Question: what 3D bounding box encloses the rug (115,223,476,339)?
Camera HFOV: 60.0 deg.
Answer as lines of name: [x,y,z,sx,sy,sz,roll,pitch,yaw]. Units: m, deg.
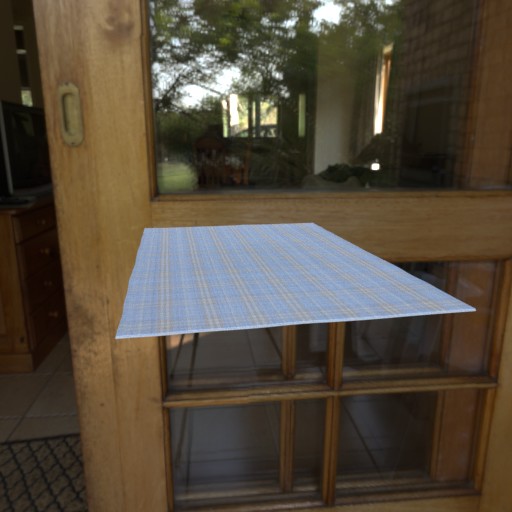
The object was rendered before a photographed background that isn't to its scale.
rug: [0.000,0.000,2.317,1.231,0.012,1.835,-3,14,-11]
